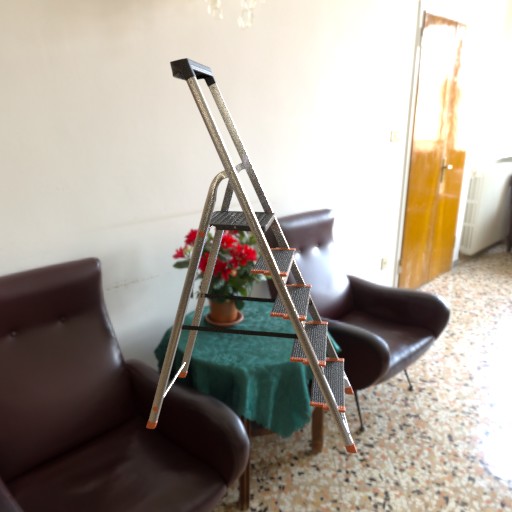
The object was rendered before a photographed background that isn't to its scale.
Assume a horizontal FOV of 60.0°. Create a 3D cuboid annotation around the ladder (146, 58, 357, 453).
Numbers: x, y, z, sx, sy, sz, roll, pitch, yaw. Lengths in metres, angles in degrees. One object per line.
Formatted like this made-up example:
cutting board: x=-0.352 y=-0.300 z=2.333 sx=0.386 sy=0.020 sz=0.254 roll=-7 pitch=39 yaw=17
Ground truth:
ladder: x=0.000 y=0.000 z=2.040 sx=0.995 sy=1.646 sz=0.480 roll=3 pitch=17 yaw=10
